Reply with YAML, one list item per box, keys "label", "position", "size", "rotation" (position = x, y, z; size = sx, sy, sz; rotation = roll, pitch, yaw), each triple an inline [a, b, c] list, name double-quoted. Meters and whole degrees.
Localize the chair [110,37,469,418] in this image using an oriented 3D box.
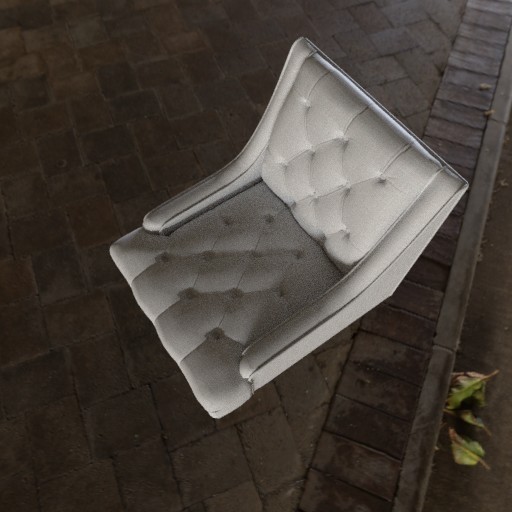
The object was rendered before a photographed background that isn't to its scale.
- label: "chair"
  position: [0.000, 0.000, 1.416]
  size: [0.772, 0.891, 0.658]
  rotation: [-31, 67, -15]
